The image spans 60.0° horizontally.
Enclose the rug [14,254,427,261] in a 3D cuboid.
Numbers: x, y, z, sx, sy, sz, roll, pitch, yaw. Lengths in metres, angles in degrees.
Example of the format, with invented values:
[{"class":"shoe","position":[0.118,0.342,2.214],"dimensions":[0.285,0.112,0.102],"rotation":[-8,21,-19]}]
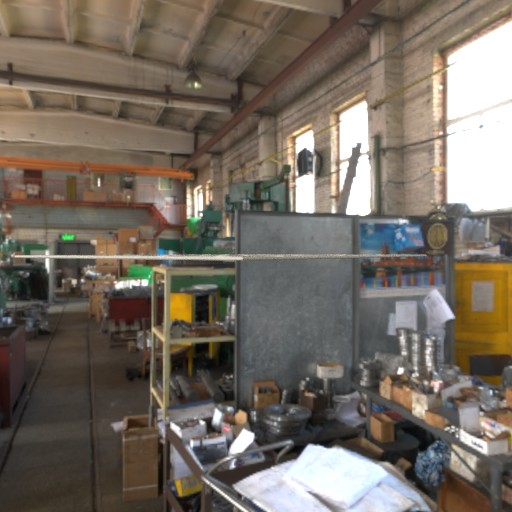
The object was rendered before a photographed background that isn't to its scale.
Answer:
[{"class":"rug","position":[0.000,0.000,2.822],"dimensions":[1.528,0.014,2.294],"rotation":[0,0,35]}]
